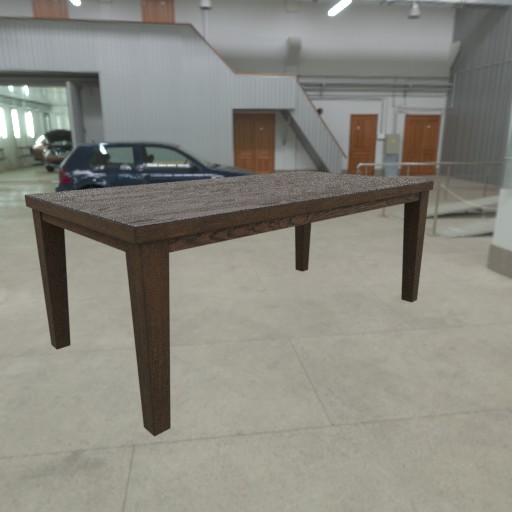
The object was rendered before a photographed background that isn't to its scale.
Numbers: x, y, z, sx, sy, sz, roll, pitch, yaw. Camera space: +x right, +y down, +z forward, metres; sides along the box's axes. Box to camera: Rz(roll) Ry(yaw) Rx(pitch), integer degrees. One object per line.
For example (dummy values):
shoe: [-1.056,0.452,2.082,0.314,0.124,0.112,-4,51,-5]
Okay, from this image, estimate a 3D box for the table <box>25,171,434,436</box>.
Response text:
table: [0.000,0.000,2.447,1.981,0.762,1.016,-14,21,-42]
